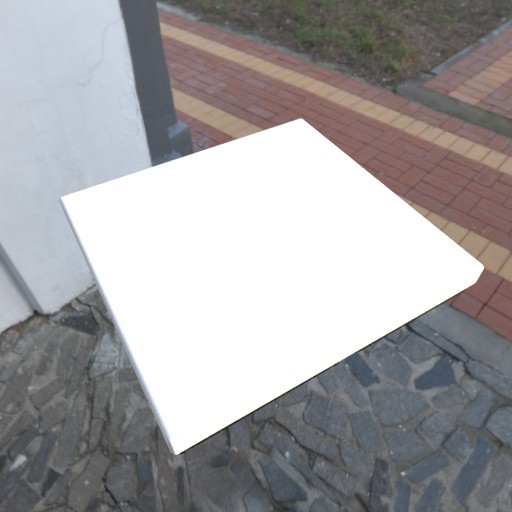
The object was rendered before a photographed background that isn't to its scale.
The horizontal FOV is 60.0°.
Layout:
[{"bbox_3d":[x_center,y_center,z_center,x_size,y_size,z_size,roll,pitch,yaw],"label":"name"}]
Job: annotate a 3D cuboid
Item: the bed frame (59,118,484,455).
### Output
[{"bbox_3d":[0.000,0.000,3.031,2.033,0.525,1.935,-24,52,-20],"label":"bed frame"}]
